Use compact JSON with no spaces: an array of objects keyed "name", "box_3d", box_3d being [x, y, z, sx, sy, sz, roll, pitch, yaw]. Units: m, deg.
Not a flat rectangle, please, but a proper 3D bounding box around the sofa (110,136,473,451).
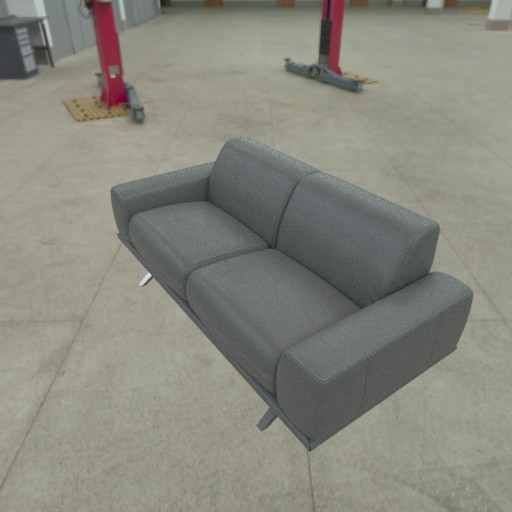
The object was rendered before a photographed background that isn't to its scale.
[{"name":"sofa","box_3d":[0.000,0.000,2.325,0.900,0.772,1.901,-21,38,-29]}]
